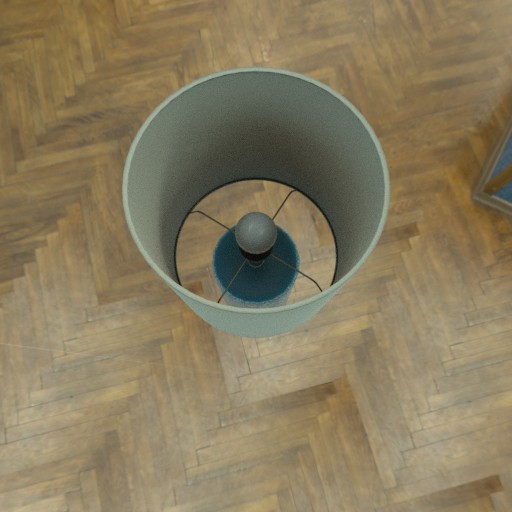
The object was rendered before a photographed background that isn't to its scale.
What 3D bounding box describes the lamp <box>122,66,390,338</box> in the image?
[{"bbox_3d":[0.000,0.000,0.749,0.278,0.597,0.278,31,77,8],"label":"lamp"}]
